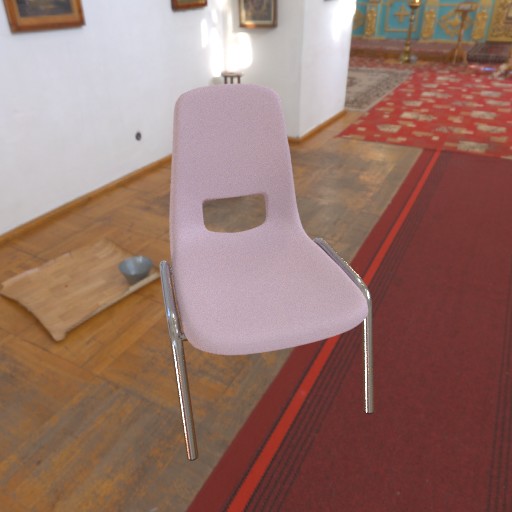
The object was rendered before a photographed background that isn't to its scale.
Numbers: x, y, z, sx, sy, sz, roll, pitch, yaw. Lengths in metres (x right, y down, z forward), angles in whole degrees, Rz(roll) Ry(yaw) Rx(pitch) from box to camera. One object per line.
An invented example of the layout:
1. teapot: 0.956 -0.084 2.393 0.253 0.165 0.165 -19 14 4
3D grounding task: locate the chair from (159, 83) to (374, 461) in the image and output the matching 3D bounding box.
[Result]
1. chair: 0.000 0.000 0.811 0.354 0.536 0.385 -9 32 -14
